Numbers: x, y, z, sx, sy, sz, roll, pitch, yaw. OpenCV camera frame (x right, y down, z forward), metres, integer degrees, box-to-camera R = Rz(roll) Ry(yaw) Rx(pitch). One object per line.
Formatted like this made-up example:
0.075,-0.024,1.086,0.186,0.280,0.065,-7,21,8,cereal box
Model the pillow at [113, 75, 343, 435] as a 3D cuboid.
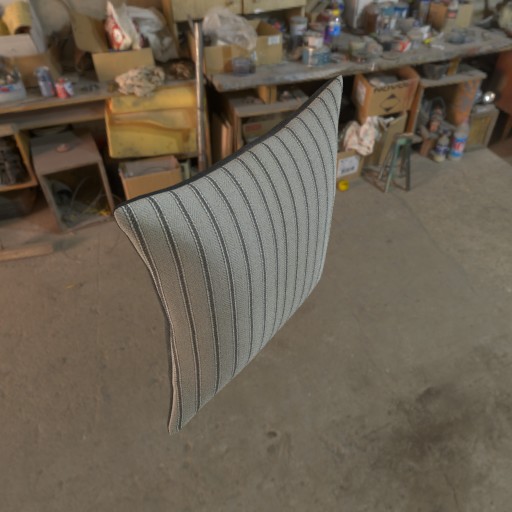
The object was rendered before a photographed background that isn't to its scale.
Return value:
0.000,0.000,0.711,0.138,0.444,0.468,26,47,27,pillow
